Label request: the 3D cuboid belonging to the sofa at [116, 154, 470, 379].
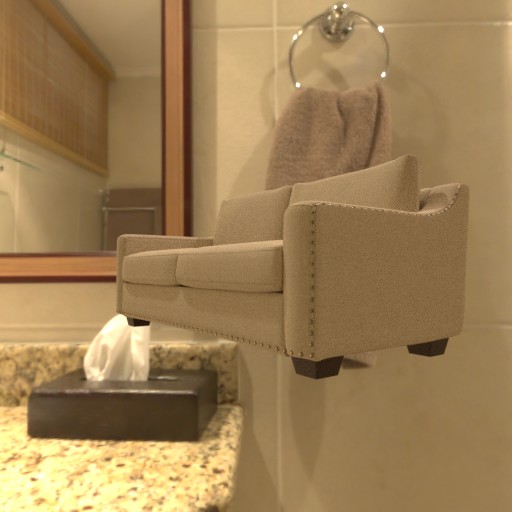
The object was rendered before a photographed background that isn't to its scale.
[{"bbox_3d":[0.000,0.000,2.716,1.104,0.983,2.107,1,-2,-36],"label":"sofa"}]
